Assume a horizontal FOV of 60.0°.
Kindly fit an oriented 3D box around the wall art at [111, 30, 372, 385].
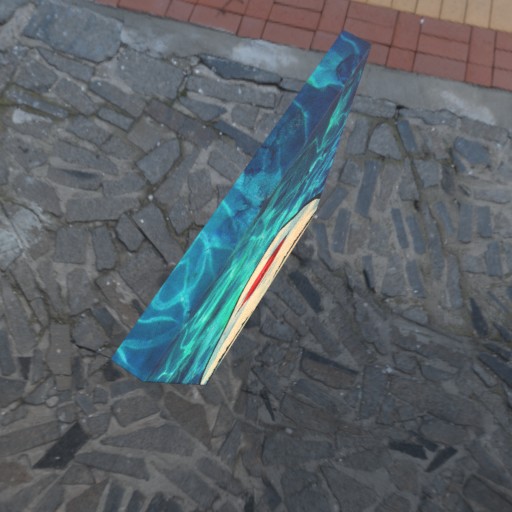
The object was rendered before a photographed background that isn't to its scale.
[{"bbox_3d":[0.000,0.000,0.691,0.038,0.508,0.432,31,76,9],"label":"wall art"}]
